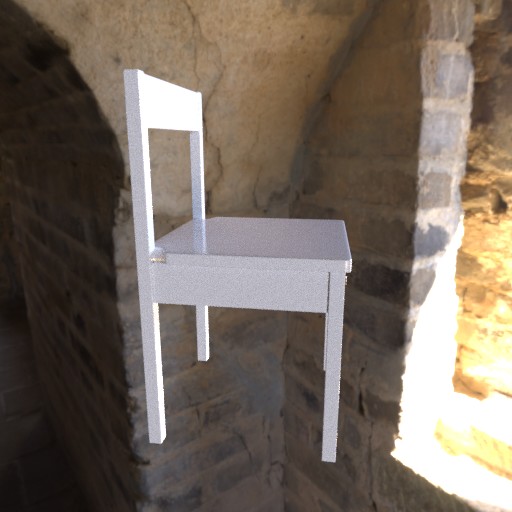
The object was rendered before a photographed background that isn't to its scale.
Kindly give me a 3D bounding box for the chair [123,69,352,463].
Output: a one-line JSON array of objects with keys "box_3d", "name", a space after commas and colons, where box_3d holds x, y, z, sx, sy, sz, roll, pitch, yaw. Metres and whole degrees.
[{"box_3d": [0.000, 0.000, 0.905, 0.361, 0.668, 0.367, 2, 15, 9], "name": "chair"}]
